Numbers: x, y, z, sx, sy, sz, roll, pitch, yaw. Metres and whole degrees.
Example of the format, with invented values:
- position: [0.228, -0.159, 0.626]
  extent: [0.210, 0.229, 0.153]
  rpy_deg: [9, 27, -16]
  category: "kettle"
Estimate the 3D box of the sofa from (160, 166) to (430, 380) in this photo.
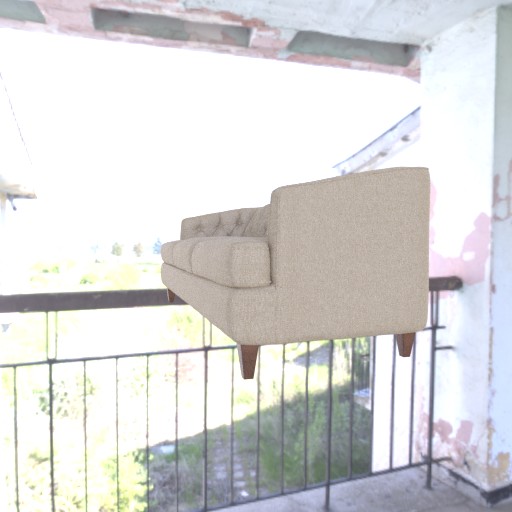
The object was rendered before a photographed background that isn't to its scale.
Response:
- position: [0.000, 0.000, 2.646]
  extent: [0.913, 0.788, 2.235]
  rpy_deg: [-1, 2, -18]
  category: "sofa"
